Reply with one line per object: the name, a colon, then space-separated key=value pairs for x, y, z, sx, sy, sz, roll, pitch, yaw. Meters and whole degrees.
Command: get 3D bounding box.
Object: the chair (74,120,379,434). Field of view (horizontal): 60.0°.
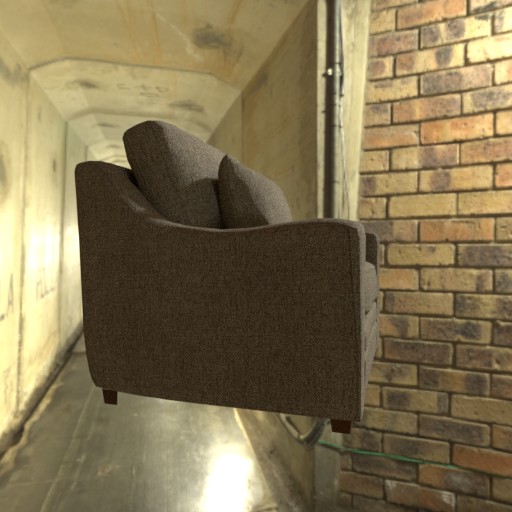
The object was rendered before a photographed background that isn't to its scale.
chair: x=0.000 y=0.000 z=1.929 sx=1.009 sy=1.037 sz=1.138 roll=0 pitch=1 yaw=18
